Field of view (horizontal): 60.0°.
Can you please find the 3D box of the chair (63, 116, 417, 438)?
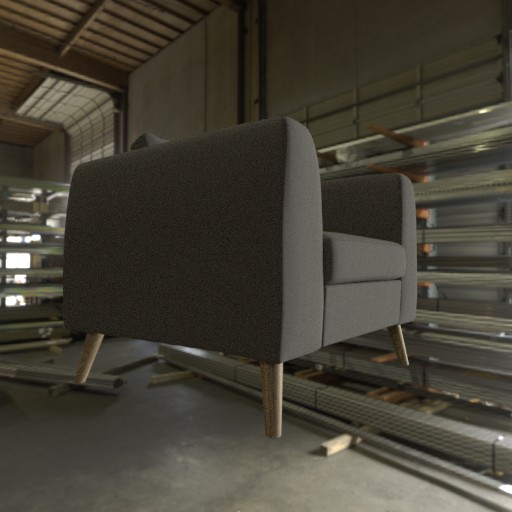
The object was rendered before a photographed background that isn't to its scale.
[{"bbox_3d":[0.000,0.000,1.642,0.930,0.860,1.000,-1,-2,37],"label":"chair"}]
